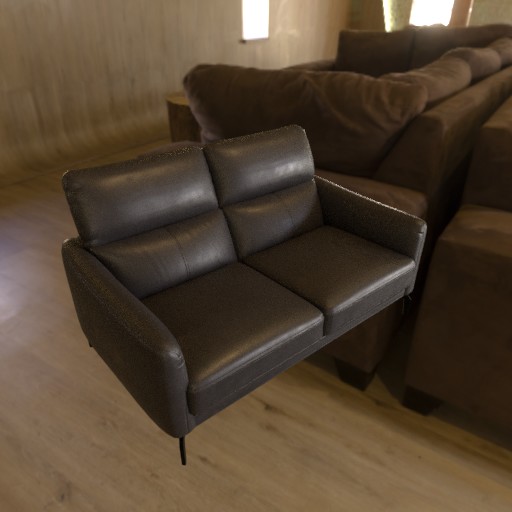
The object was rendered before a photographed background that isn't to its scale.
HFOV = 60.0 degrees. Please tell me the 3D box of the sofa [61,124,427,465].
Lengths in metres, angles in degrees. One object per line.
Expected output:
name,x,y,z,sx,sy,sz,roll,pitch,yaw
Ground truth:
sofa,0.000,0.000,2.155,1.596,0.920,0.958,-22,36,-34
